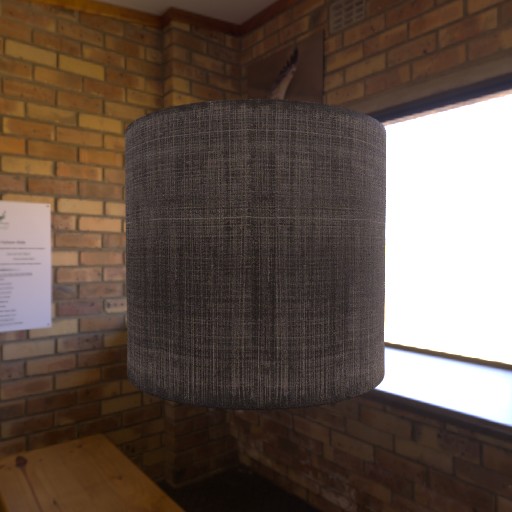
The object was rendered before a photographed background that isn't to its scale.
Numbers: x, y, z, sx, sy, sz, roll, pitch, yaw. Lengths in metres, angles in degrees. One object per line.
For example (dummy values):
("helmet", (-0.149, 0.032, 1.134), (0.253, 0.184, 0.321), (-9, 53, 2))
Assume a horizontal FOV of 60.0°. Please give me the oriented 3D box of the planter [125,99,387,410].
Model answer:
("planter", (0.000, 0.000, 0.391), (0.221, 0.201, 0.221), (0, 0, 0))
